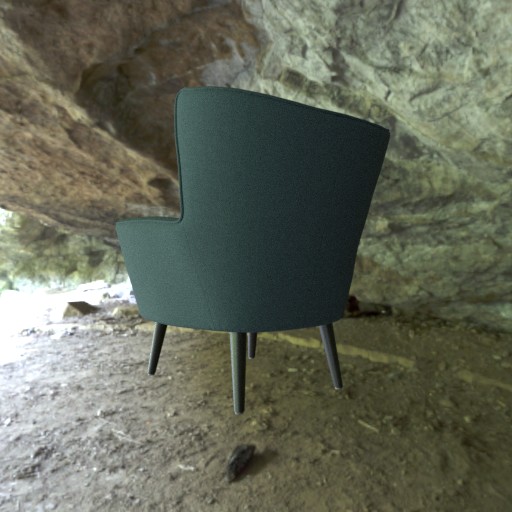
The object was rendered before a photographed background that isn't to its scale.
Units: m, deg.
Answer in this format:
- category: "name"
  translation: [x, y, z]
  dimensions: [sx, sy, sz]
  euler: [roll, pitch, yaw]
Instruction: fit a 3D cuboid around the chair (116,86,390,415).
- category: "chair"
  translation: [0.000, 0.000, 1.602]
  dimensions: [0.781, 0.933, 0.888]
  euler: [0, -1, -36]
